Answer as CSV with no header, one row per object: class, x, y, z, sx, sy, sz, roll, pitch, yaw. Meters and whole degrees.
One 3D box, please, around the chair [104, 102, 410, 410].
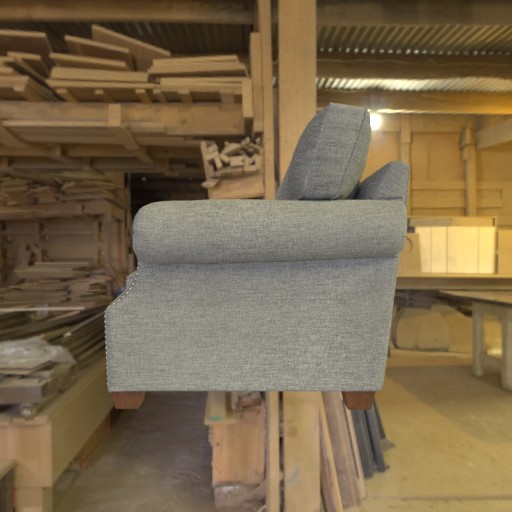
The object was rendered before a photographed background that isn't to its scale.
chair,0.000,0.000,1.834,0.965,0.961,1.092,0,1,0
